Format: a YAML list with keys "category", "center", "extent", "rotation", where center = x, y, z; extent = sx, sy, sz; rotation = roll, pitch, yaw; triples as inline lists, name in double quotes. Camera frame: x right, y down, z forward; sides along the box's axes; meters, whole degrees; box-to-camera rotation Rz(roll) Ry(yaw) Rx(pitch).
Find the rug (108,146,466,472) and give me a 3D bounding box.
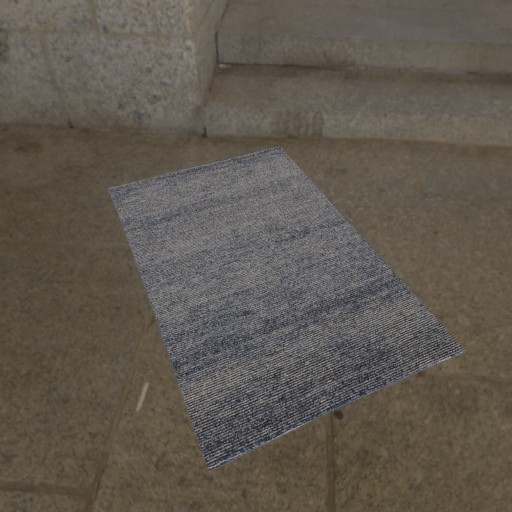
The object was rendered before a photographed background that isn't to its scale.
- category: "rug"
  center: [0.000, 0.000, 2.217]
  extent: [1.135, 0.010, 1.740]
  rotation: [-18, 48, -17]
